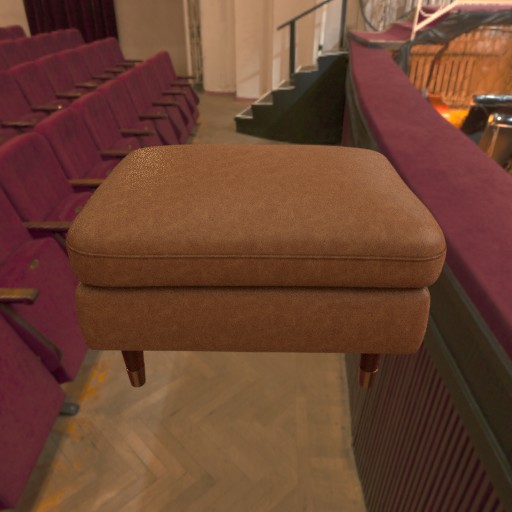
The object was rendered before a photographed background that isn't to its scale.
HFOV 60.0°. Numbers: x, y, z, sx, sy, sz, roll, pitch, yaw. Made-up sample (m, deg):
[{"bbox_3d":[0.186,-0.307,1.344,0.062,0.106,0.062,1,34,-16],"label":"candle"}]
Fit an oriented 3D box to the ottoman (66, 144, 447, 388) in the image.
[{"bbox_3d":[0.000,0.000,1.126,0.747,0.478,0.593,0,30,0],"label":"ottoman"}]
